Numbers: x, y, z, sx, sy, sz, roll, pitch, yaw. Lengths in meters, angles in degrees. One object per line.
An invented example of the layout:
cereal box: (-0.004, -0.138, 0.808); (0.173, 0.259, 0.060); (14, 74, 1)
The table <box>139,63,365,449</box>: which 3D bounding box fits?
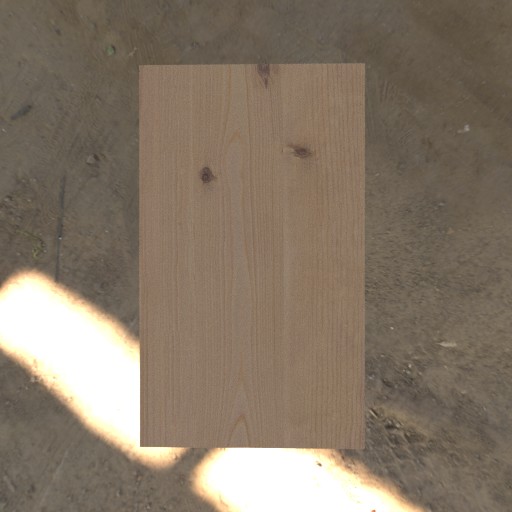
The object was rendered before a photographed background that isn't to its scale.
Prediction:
table: (0.000, 0.000, 1.025); (0.351, 0.673, 0.597); (0, 90, 1)
